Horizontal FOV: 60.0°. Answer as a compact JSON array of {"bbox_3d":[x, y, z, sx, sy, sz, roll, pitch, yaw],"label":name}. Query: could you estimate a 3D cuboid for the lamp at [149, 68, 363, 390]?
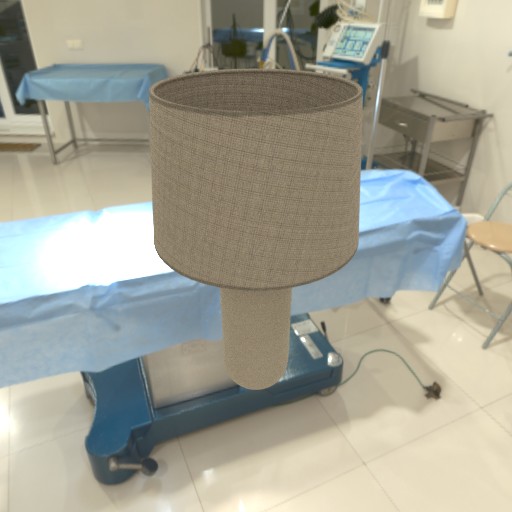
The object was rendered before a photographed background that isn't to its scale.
[{"bbox_3d":[0.000,0.000,0.834,0.367,0.609,0.367,0,32,0],"label":"lamp"}]
